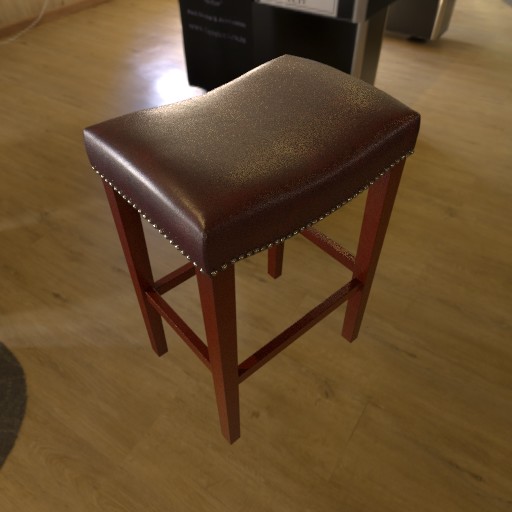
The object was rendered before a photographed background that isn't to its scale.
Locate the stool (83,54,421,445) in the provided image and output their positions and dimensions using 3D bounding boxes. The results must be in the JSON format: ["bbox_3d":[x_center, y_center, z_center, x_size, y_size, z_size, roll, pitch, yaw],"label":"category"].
[{"bbox_3d":[0.000,0.000,1.032,0.504,0.742,0.372,-32,54,-27],"label":"stool"}]
